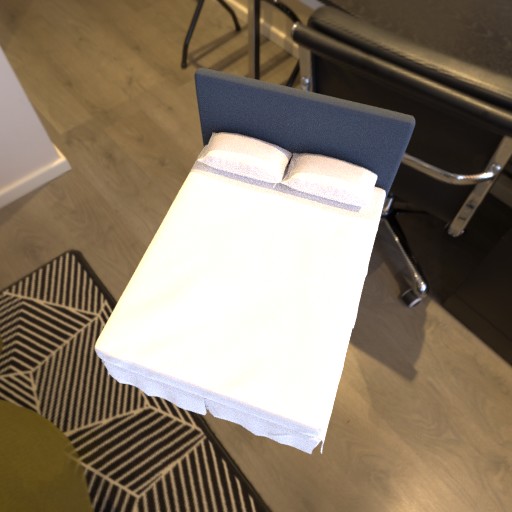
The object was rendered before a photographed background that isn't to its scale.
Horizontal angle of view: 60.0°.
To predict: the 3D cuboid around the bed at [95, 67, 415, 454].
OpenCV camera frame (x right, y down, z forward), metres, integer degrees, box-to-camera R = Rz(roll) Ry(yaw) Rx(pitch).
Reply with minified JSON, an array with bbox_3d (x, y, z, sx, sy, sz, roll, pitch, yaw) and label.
[{"bbox_3d":[0.000,0.000,3.249,1.713,1.330,2.162,17,61,10],"label":"bed"}]
